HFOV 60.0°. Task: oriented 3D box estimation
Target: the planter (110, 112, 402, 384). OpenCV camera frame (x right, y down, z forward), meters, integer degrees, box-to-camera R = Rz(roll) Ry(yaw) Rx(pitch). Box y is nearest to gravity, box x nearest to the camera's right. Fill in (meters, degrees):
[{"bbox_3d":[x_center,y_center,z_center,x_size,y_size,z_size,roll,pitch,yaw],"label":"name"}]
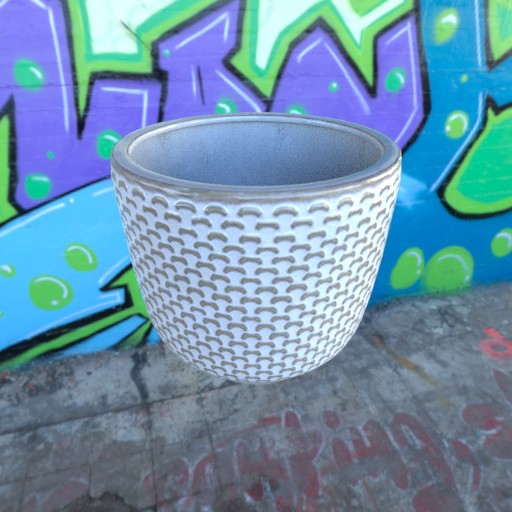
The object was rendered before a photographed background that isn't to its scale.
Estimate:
[{"bbox_3d":[0.000,0.000,0.307,0.173,0.160,0.173,0,29,0],"label":"planter"}]
